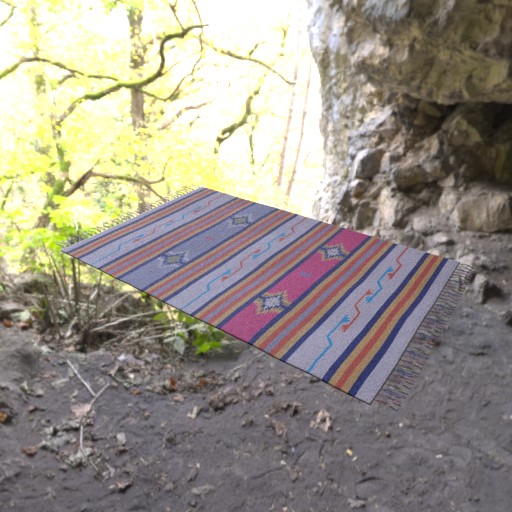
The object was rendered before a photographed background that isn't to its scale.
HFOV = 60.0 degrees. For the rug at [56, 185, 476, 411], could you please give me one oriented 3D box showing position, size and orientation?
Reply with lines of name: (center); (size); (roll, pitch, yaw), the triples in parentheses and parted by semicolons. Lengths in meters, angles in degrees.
rug: (0.000, 0.000, 2.212); (1.849, 0.013, 1.084); (20, 36, 30)
